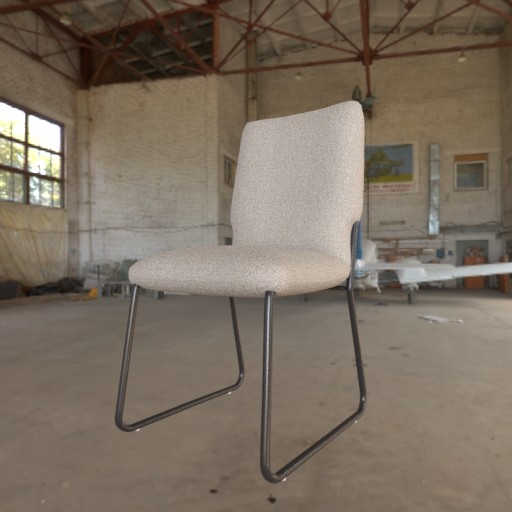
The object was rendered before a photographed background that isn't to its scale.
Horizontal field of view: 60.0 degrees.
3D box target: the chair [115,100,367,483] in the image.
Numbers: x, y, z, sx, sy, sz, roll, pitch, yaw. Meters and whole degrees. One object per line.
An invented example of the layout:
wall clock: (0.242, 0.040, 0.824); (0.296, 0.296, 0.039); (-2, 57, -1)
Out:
chair: (0.000, 0.000, 1.151); (0.448, 0.864, 0.560); (0, 0, 35)
